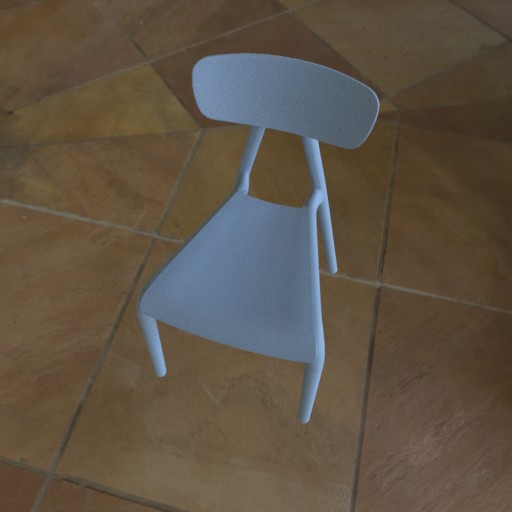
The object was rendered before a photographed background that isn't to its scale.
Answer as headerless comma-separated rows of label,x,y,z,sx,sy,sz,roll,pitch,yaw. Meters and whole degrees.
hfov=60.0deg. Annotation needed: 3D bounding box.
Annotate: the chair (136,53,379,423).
chair,0.000,0.000,0.826,0.356,0.580,0.401,15,60,9
